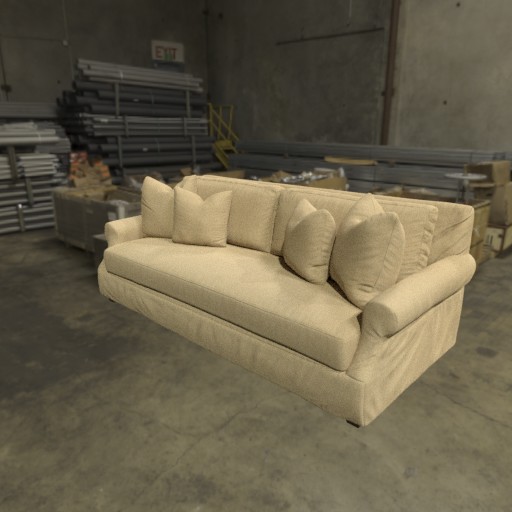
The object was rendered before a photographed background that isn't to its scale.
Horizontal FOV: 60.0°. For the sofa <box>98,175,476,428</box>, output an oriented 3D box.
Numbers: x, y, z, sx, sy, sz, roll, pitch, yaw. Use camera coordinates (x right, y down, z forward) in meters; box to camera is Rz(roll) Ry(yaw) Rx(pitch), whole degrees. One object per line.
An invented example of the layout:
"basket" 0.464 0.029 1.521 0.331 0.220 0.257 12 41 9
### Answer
"sofa" 0.000 0.000 2.755 2.285 0.904 1.067 15 22 41
